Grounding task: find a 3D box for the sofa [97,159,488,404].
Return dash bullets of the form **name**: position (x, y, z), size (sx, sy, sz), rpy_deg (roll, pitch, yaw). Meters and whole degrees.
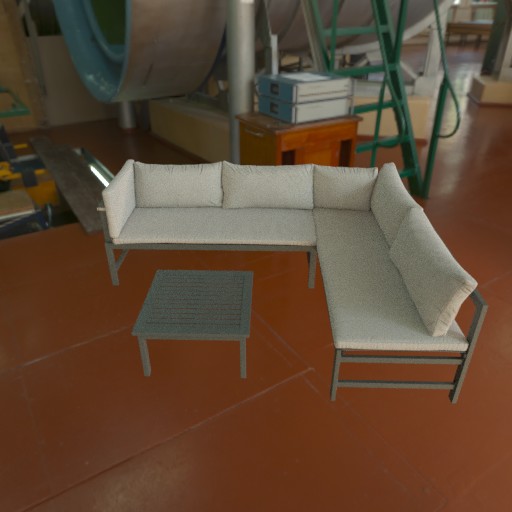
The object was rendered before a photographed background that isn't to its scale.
- **sofa**: position (0.000, 0.000, 2.817), size (2.096, 0.758, 1.658), rpy_deg (1, 31, 1)
